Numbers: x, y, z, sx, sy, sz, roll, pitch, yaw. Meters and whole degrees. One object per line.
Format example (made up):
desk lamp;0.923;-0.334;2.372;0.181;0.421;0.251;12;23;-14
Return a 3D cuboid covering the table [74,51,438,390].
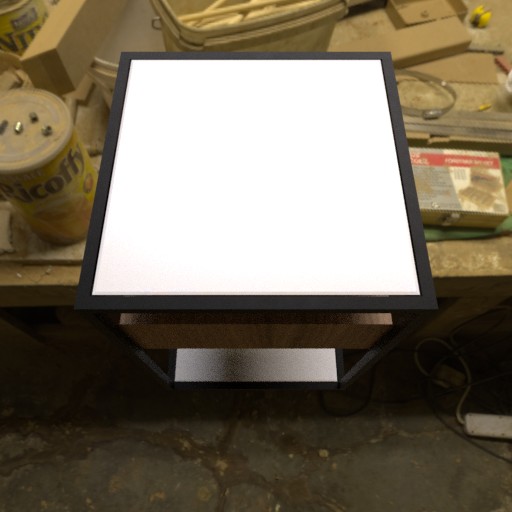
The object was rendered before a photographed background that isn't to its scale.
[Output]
table;0.000;0.000;0.784;0.378;0.540;0.378;0;65;0
